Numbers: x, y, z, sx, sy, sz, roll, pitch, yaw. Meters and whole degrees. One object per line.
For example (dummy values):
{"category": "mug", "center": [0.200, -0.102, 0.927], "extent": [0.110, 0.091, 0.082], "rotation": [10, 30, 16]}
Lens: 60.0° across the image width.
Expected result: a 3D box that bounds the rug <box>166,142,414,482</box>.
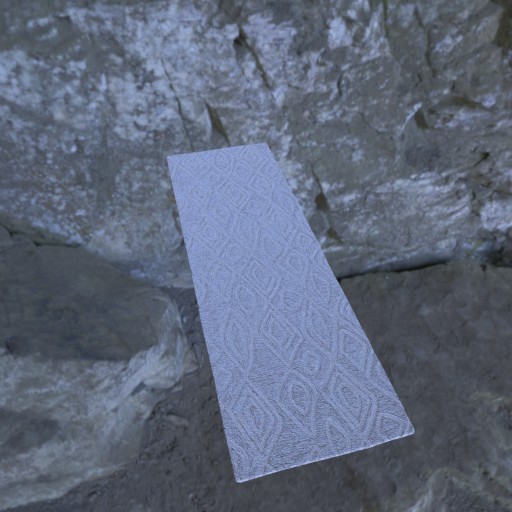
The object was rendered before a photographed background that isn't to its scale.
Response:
{"category": "rug", "center": [0.000, 0.000, 2.668], "extent": [0.807, 0.013, 2.436], "rotation": [-11, 47, -10]}
